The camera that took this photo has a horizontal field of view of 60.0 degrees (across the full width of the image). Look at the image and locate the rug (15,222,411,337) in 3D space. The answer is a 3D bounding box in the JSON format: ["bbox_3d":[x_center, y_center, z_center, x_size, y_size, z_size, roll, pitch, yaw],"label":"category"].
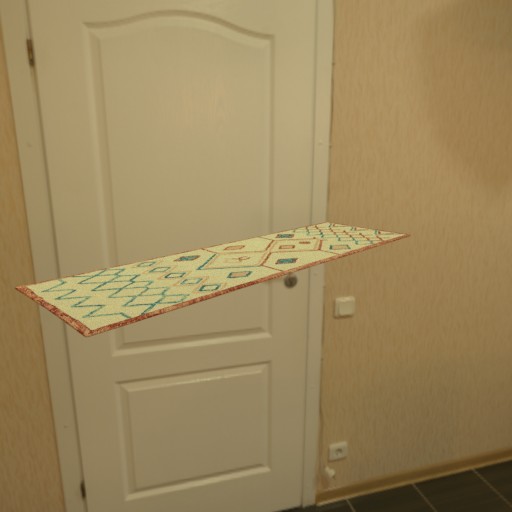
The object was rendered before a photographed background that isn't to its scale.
[{"bbox_3d":[0.000,0.000,2.643,2.435,0.011,0.750,-14,20,-43],"label":"rug"}]
